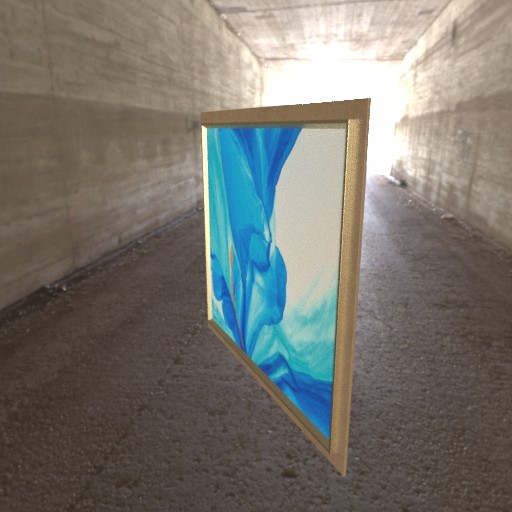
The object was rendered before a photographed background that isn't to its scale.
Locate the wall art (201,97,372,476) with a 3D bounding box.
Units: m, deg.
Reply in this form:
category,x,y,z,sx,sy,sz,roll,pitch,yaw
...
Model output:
category,x,y,z,sx,sy,sz,roll,pitch,yaw
wall art,0.000,0.000,1.675,0.025,1.067,1.168,-8,18,-25
